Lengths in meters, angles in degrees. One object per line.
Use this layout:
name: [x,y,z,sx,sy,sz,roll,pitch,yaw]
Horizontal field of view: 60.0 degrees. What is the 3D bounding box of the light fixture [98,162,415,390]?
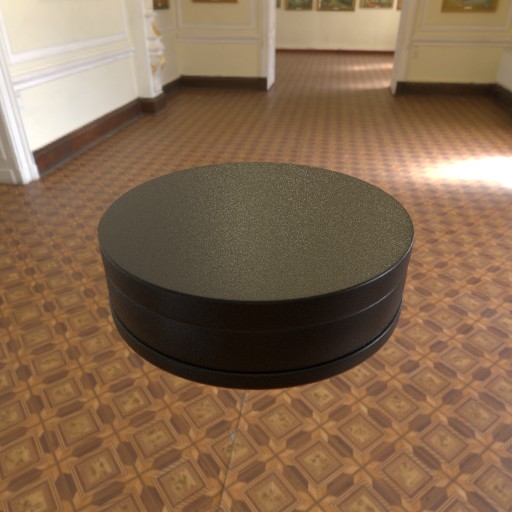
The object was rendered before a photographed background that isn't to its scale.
light fixture: [0.000,0.000,0.434,0.283,0.097,0.283,0,31,0]
